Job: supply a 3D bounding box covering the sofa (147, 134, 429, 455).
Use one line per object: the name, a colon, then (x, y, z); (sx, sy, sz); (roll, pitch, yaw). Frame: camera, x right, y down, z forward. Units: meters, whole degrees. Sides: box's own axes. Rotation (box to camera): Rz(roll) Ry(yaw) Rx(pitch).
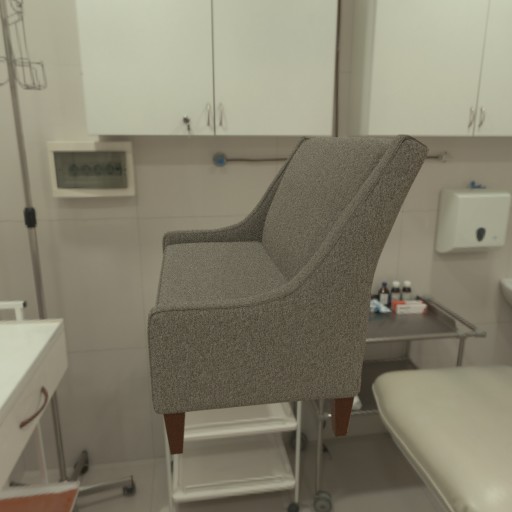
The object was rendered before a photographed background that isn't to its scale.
sofa: (0.000, 0.000, 1.953); (0.862, 1.026, 1.242); (-2, 15, -9)
